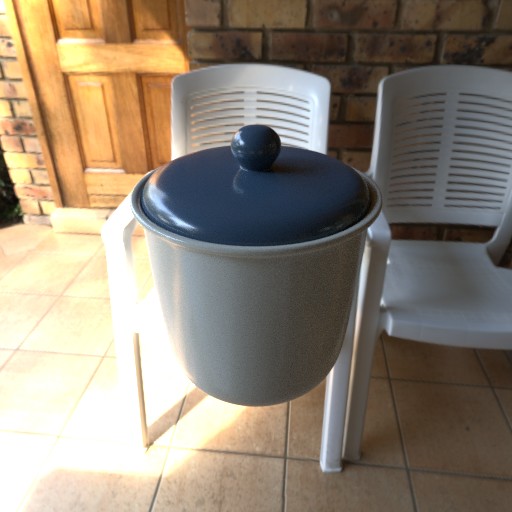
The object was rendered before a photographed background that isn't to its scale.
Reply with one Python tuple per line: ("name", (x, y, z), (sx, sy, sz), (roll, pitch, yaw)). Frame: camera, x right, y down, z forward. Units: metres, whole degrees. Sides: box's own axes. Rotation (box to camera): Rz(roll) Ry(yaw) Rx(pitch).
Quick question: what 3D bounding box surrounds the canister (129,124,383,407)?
("canister", (0.000, 0.000, 0.357), (0.182, 0.208, 0.182), (0, 31, 0))
